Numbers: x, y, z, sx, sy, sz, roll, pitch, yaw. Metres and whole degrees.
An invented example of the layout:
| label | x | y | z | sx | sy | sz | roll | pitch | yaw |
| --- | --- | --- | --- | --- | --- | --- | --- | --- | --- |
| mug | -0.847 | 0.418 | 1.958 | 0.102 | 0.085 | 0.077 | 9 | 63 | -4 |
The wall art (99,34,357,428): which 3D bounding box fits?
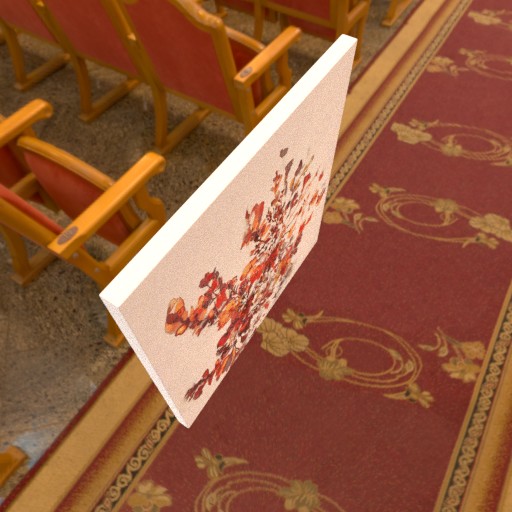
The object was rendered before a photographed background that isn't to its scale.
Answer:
| label | x | y | z | sx | sy | sz | roll | pitch | yaw |
| --- | --- | --- | --- | --- | --- | --- | --- | --- | --- |
| wall art | 0.000 | 0.000 | 1.099 | 0.037 | 0.757 | 0.757 | 28 | 61 | 17 |
